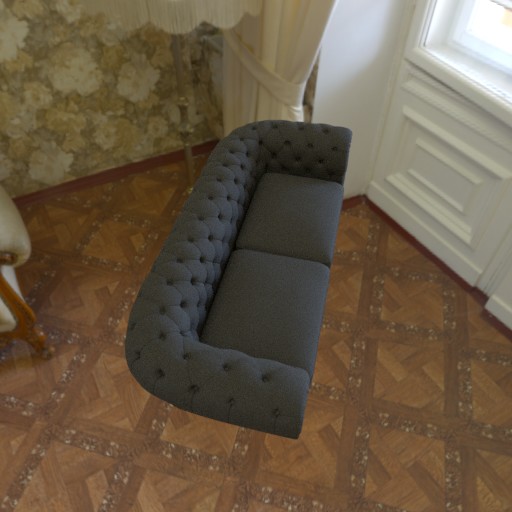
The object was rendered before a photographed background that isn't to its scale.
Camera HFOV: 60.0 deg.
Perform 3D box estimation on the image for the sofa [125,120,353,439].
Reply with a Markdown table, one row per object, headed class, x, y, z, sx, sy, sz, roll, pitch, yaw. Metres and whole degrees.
| class | x | y | z | sx | sy | sz | roll | pitch | yaw |
| --- | --- | --- | --- | --- | --- | --- | --- | --- | --- |
| sofa | 0.000 | 0.000 | 2.912 | 0.991 | 0.762 | 2.362 | 10 | 49 | 9 |
